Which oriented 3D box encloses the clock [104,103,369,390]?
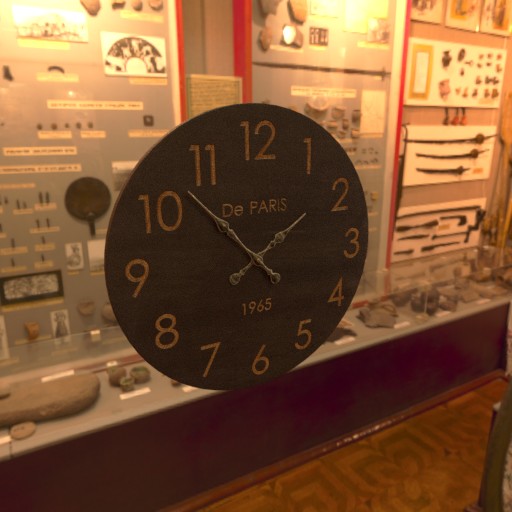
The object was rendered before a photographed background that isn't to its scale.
[{"bbox_3d":[0.000,0.000,0.911,0.595,0.595,0.029,-8,18,-27],"label":"clock"}]
